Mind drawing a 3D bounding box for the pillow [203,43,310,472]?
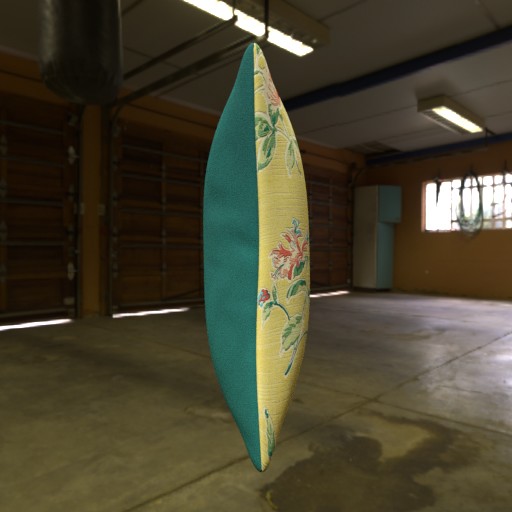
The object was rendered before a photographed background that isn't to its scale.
[{"bbox_3d":[0.000,0.000,0.780,0.166,0.508,0.525,0,0,0],"label":"pillow"}]
